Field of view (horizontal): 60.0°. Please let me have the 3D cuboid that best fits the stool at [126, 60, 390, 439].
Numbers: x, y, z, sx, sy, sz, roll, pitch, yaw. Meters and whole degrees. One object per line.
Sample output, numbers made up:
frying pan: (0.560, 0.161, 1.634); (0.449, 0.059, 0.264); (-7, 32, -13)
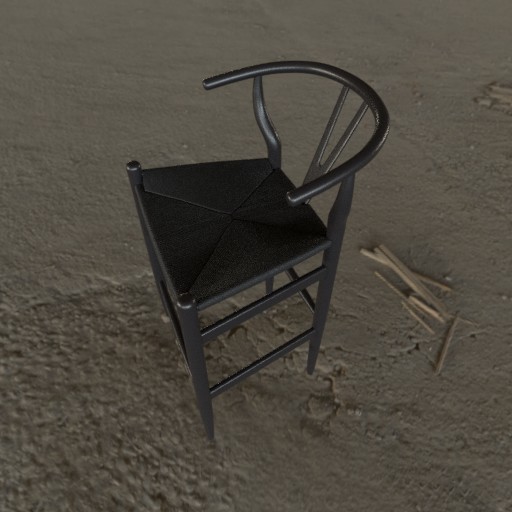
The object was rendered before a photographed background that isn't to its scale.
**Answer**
stool: (0.000, 0.000, 1.327); (0.579, 0.970, 0.569); (-17, 49, -15)
